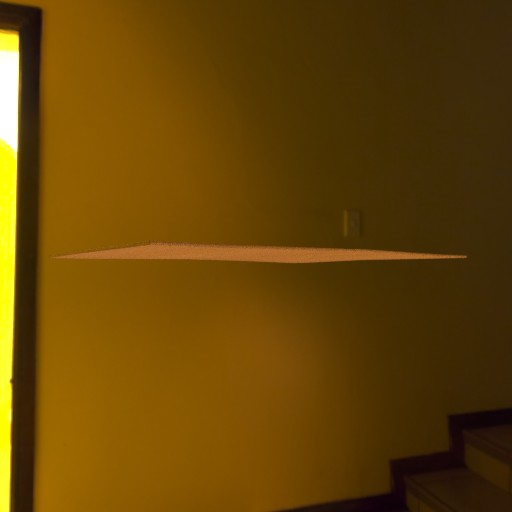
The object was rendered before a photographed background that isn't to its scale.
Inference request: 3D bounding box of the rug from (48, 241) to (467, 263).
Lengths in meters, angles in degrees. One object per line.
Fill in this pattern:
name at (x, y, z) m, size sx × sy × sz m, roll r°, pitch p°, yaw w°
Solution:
rug at (0.000, 0.000, 4.241) m, size 3.202 × 0.045 × 2.434 m, roll 2°, pitch -3°, yaw -36°
